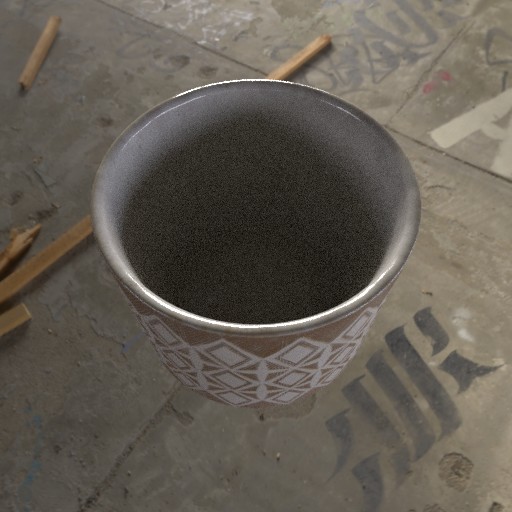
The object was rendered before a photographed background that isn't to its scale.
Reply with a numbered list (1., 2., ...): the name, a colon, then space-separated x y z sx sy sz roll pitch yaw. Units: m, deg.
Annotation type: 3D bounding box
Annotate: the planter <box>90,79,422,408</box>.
1. planter: 0.000 0.000 0.332 0.193 0.165 0.193 0 58 0
